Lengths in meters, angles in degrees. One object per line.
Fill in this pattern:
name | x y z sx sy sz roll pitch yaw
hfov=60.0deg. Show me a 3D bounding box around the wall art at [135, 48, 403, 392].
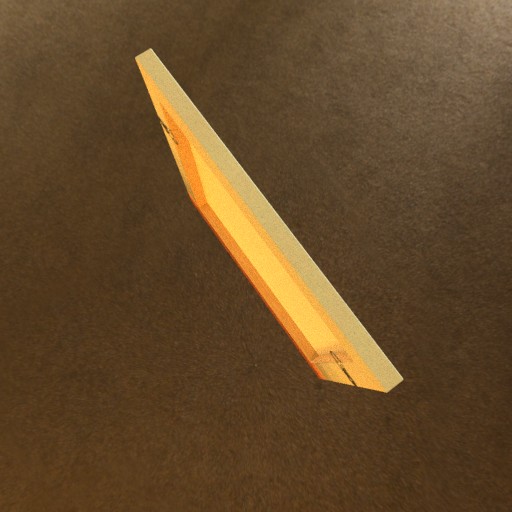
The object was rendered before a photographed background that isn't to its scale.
wall art | 0.000 0.000 0.916 0.034 0.605 0.605 -35 79 -8
